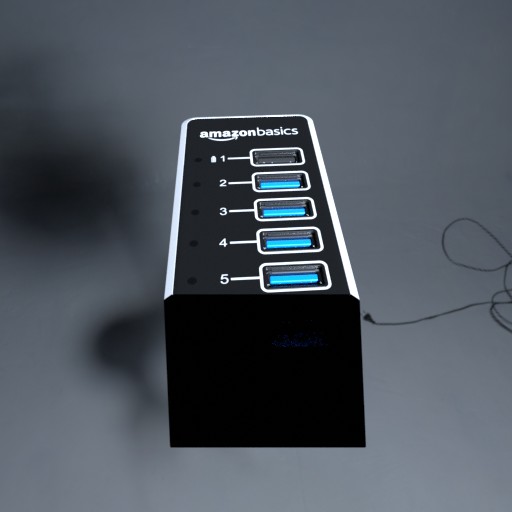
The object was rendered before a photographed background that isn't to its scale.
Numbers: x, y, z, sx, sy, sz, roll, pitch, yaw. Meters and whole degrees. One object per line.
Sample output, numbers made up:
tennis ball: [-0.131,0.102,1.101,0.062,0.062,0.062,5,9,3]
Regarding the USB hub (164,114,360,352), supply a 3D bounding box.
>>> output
USB hub: [0.000,0.000,0.123,0.044,0.023,0.110,-2,48,-2]
